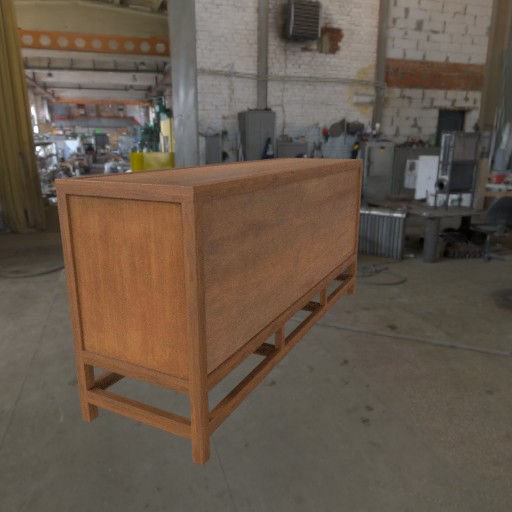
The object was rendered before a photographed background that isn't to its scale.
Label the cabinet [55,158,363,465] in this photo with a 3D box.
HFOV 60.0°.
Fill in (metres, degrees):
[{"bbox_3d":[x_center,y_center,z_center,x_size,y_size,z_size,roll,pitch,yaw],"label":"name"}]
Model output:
[{"bbox_3d":[0.000,0.000,2.055,0.522,0.820,1.708,7,17,26],"label":"cabinet"}]
